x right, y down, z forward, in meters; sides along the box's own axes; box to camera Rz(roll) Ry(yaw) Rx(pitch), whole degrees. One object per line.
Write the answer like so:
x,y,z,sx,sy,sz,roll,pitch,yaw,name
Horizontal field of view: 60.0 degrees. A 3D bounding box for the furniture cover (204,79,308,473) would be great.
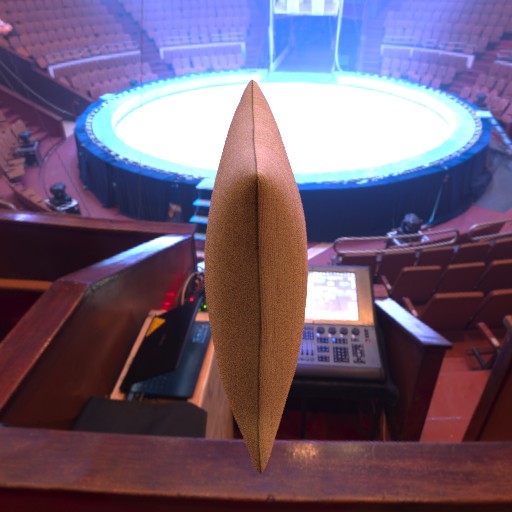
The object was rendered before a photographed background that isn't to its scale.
0.000,0.000,0.788,0.178,0.506,0.512,0,32,-1,furniture cover
